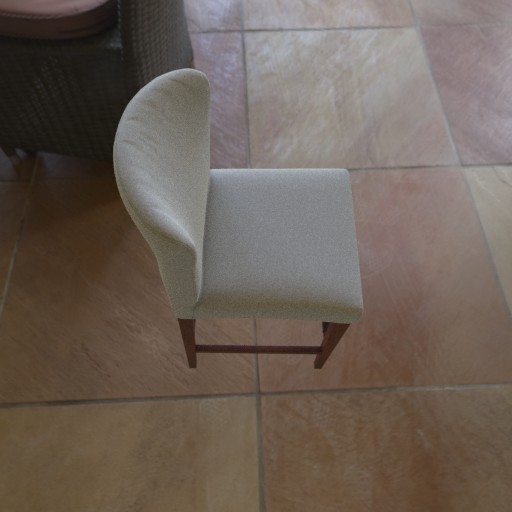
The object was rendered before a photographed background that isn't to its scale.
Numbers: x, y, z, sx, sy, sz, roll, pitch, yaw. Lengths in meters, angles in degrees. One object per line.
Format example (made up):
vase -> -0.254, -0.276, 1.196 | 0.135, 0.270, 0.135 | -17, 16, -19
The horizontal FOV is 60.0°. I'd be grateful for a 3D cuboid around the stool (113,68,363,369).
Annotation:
stool -> 0.000, 0.000, 1.354 | 0.568, 1.069, 0.479 | 1, 63, 0
